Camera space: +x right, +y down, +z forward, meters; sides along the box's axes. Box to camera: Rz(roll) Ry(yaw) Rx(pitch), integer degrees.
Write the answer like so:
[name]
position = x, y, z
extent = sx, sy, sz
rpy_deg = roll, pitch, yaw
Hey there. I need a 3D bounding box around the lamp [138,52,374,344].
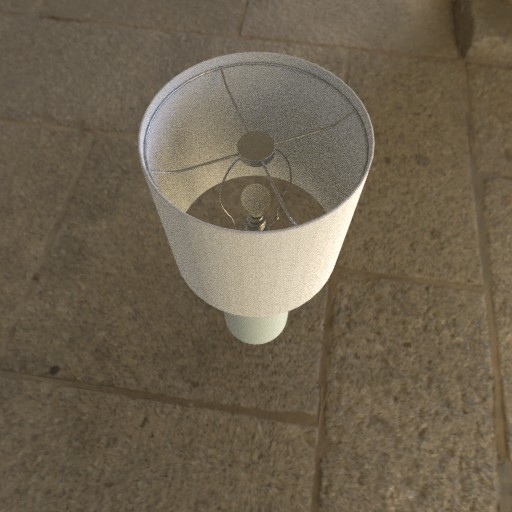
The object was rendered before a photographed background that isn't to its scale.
[lamp]
position = 0.000, 0.000, 0.618
extent = 0.212, 0.493, 0.212
rpy_deg = -18, 65, -9
